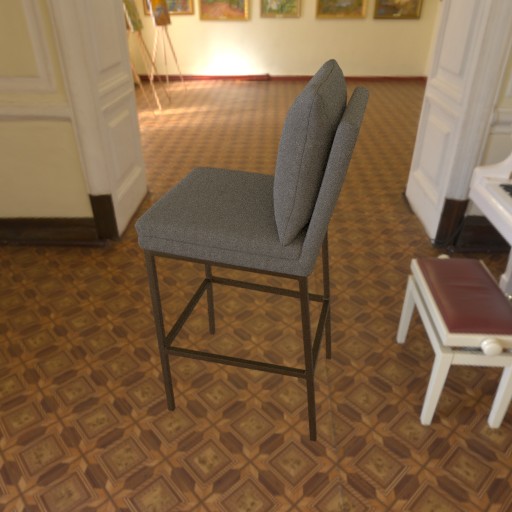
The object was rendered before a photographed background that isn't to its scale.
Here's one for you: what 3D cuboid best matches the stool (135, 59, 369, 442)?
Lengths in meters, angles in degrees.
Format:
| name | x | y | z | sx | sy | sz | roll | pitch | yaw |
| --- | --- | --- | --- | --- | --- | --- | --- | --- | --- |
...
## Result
| name | x | y | z | sx | sy | sz | roll | pitch | yaw |
| --- | --- | --- | --- | --- | --- | --- | --- | --- | --- |
| stool | 0.000 | 0.000 | 1.428 | 0.569 | 1.132 | 0.463 | 8 | 32 | 13 |
